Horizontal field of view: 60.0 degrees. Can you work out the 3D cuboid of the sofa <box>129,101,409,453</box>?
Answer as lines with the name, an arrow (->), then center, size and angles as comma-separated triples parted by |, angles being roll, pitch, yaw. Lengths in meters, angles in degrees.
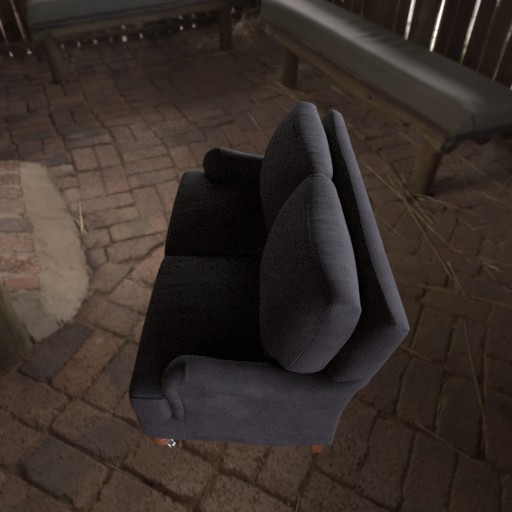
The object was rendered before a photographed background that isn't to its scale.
sofa -> 0.000, 0.000, 2.481 | 1.084, 1.101, 1.853 | 0, 42, 0
